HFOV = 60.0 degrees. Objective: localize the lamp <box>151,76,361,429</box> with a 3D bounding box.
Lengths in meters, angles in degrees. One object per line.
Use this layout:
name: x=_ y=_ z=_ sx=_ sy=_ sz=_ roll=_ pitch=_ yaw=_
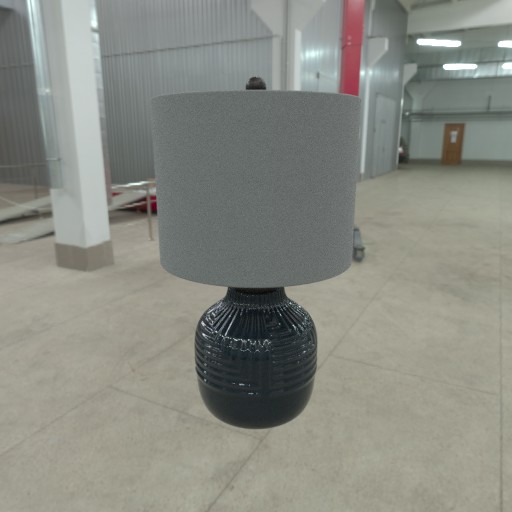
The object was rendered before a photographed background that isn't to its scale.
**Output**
lamp: x=0.000 y=0.000 z=0.750 sx=0.318 sy=0.567 sz=0.318 roll=0 pitch=15 yaw=0
